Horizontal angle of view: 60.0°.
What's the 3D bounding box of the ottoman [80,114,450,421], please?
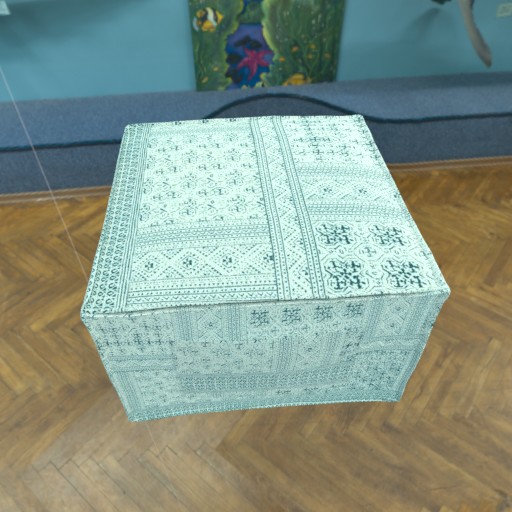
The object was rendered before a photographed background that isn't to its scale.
[{"bbox_3d":[0.000,0.000,1.054,0.617,0.439,0.626,-4,46,-3],"label":"ottoman"}]
